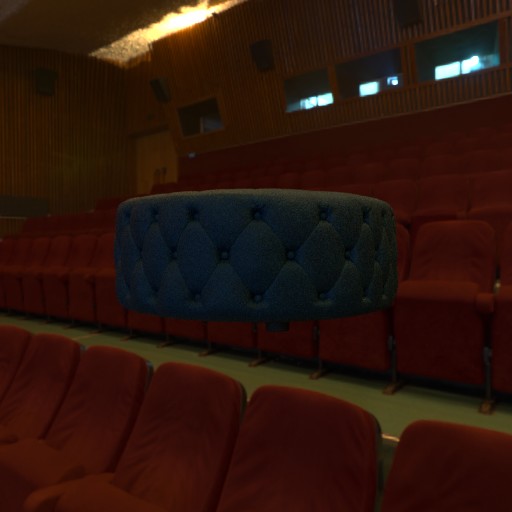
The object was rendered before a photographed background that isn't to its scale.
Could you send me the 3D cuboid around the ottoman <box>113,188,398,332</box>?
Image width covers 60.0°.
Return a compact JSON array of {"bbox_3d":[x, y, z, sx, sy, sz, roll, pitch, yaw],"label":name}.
[{"bbox_3d":[0.000,0.000,1.630,0.998,0.398,0.998,0,1,0],"label":"ottoman"}]
